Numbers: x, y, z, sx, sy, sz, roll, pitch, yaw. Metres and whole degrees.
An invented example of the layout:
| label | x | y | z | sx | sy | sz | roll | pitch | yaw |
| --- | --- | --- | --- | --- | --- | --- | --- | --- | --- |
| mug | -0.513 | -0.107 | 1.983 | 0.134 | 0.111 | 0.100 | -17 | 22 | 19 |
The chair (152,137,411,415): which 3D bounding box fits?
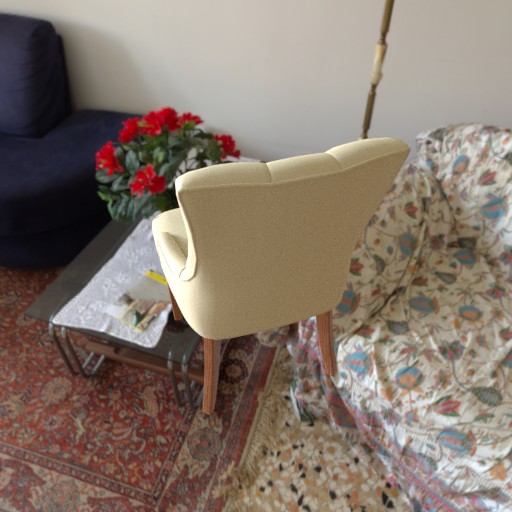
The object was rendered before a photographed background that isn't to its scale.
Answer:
| label | x | y | z | sx | sy | sz | roll | pitch | yaw |
| --- | --- | --- | --- | --- | --- | --- | --- | --- | --- |
| chair | 0.000 | 0.000 | 1.230 | 0.509 | 0.874 | 0.565 | -13 | 44 | -14 |
